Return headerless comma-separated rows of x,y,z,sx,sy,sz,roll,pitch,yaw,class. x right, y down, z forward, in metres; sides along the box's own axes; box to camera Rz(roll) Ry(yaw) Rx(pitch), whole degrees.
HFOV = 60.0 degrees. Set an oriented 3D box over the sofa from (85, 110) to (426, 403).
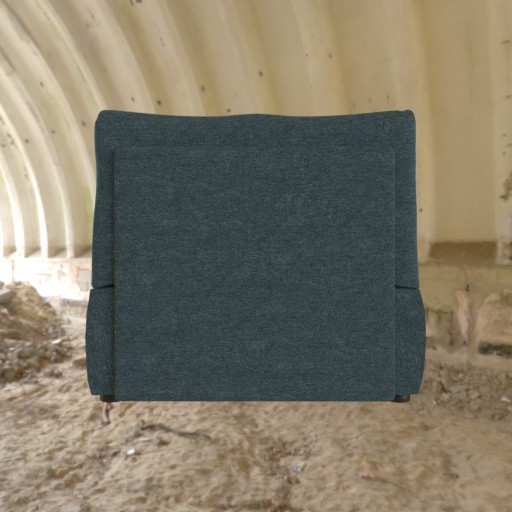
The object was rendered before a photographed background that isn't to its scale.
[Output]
0.000,0.000,1.685,0.930,0.820,1.000,0,0,0,sofa
